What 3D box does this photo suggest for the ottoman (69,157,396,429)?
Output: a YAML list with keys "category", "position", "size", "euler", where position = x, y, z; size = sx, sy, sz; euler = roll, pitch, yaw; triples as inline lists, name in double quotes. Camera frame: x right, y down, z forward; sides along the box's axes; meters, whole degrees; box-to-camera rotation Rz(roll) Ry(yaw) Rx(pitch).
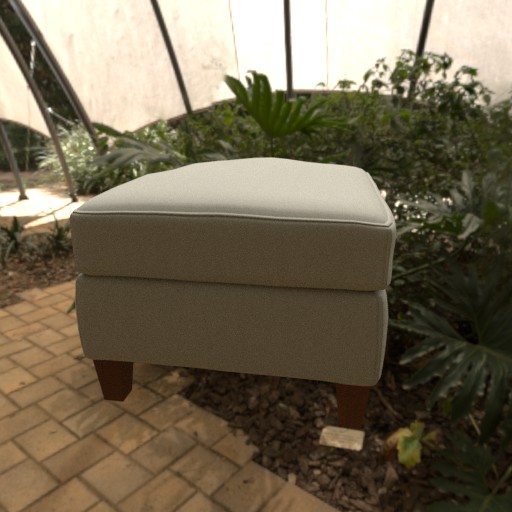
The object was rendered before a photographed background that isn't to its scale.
- category: "ottoman"
  position: [0.000, 0.000, 1.222]
  size: [0.634, 0.496, 0.818]
  euler: [3, 18, 10]
